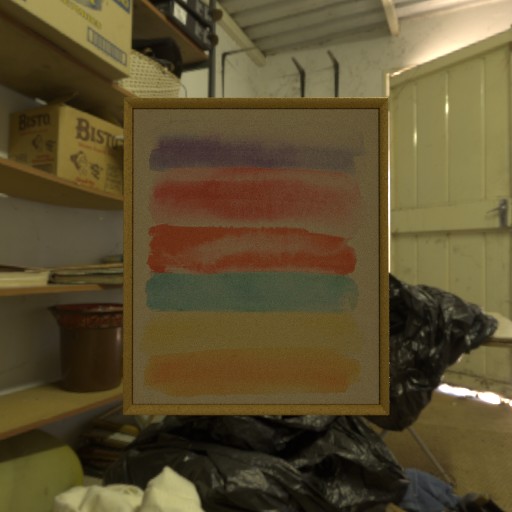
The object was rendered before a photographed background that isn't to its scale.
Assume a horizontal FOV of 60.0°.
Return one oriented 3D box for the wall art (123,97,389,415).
[{"bbox_3d":[0.000,0.000,0.919,0.537,0.642,0.048,0,0,0],"label":"wall art"}]
